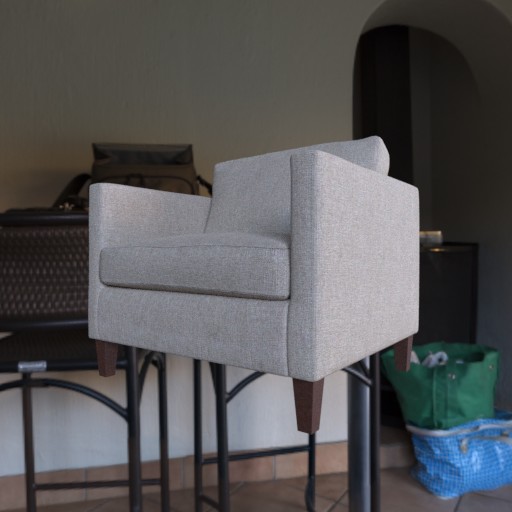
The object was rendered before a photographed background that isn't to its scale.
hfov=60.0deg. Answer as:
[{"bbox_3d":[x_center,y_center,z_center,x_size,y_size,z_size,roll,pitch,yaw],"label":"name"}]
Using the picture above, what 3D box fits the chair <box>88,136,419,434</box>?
[{"bbox_3d":[0.000,0.000,1.872,1.107,0.987,0.959,0,1,36],"label":"chair"}]
